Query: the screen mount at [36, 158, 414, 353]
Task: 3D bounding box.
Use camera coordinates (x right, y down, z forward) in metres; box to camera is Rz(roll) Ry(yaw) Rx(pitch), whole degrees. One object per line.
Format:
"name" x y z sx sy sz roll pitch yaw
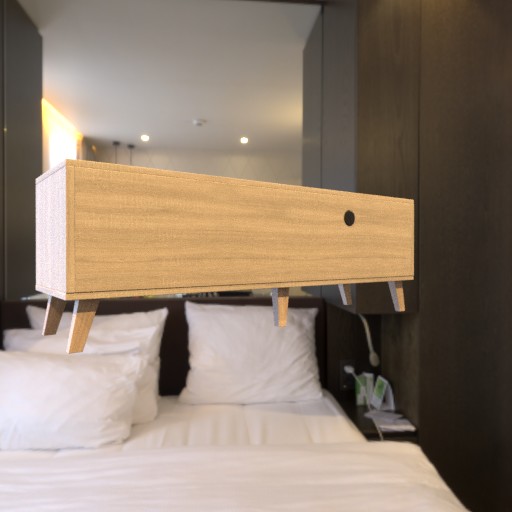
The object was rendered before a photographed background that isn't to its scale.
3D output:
"screen mount" 0.000 0.000 1.737 1.500 0.509 0.401 0 0 -36
